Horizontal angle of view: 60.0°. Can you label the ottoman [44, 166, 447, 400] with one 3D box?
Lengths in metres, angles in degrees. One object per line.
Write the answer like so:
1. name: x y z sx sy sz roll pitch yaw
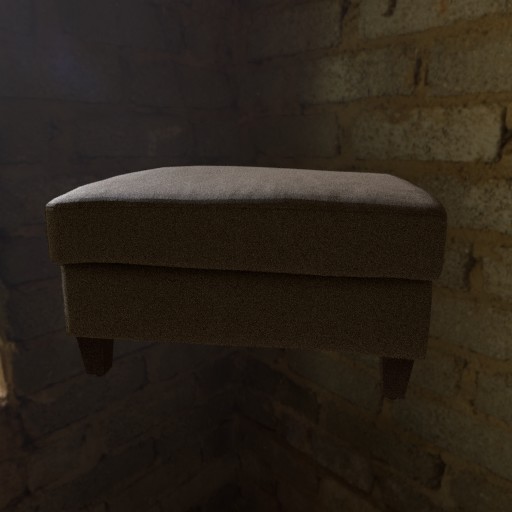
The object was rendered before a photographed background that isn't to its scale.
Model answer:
1. ottoman: 0.000 0.000 1.297 0.889 0.511 0.692 2 15 8
